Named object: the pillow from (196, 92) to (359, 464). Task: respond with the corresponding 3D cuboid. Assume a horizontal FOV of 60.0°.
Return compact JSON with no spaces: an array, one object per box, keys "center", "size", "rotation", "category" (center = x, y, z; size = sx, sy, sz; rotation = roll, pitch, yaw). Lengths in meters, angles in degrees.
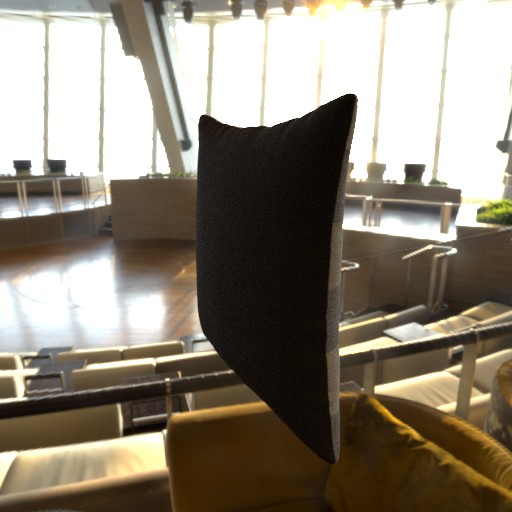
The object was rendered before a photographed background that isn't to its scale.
[{"center":[0.000,0.000,0.794],"size":[0.161,0.509,0.511],"rotation":[-7,16,-26],"category":"pillow"}]
